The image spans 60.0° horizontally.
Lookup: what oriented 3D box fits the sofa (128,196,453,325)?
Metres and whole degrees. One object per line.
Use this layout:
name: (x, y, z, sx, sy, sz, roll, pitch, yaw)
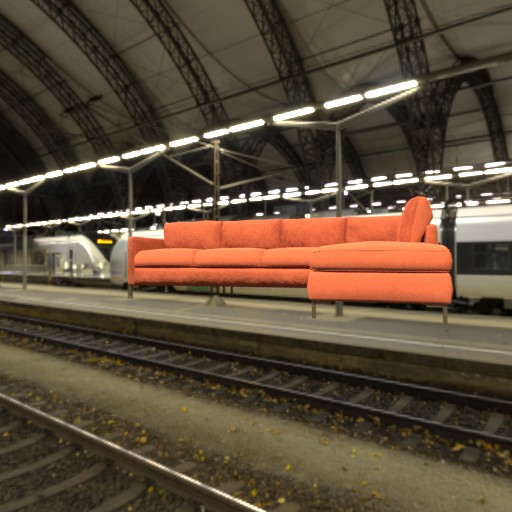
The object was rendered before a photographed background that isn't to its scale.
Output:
sofa: (0.000, 0.000, 3.598, 2.736, 0.757, 1.879, 0, -1, 17)
